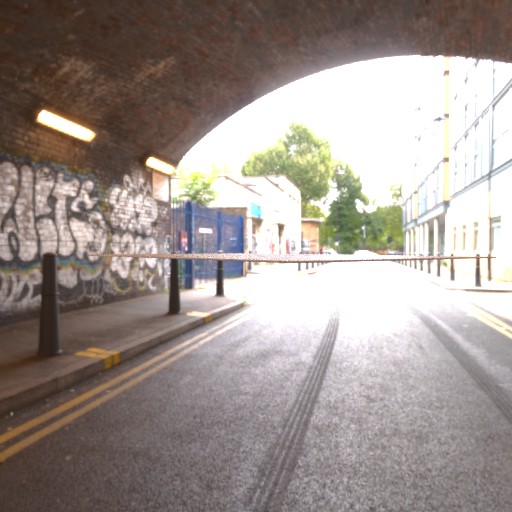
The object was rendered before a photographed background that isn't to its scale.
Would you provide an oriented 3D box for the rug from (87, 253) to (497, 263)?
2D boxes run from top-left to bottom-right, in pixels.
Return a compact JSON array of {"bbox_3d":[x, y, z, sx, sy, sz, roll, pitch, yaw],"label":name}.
[{"bbox_3d":[0.000,0.000,2.974,1.512,0.009,2.457,-1,1,-37],"label":"rug"}]
